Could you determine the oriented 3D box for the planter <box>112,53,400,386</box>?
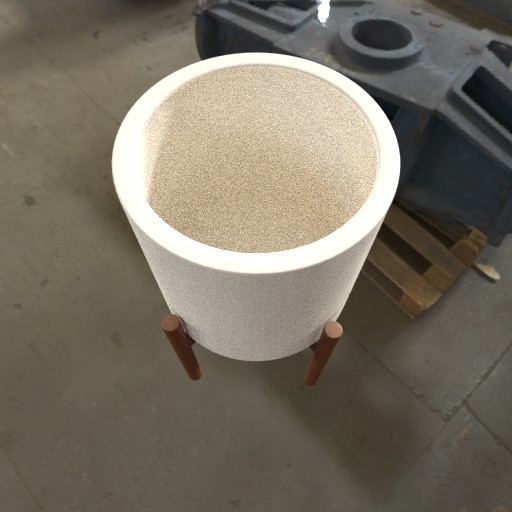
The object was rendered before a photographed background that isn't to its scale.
[{"bbox_3d":[0.000,0.000,0.941,0.417,0.670,0.417,1,61,1],"label":"planter"}]
